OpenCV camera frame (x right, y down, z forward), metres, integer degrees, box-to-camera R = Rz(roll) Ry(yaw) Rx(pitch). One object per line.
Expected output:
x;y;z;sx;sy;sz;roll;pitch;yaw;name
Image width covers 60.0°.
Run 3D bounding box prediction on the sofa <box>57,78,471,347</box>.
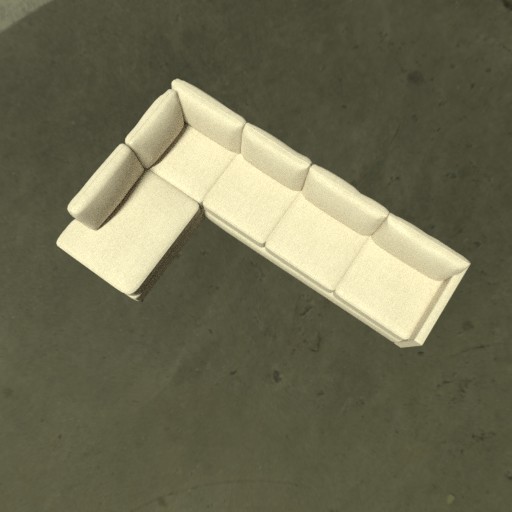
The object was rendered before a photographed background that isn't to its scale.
0.000;0.000;4.316;3.384;0.996;2.048;34;79;8;sofa
